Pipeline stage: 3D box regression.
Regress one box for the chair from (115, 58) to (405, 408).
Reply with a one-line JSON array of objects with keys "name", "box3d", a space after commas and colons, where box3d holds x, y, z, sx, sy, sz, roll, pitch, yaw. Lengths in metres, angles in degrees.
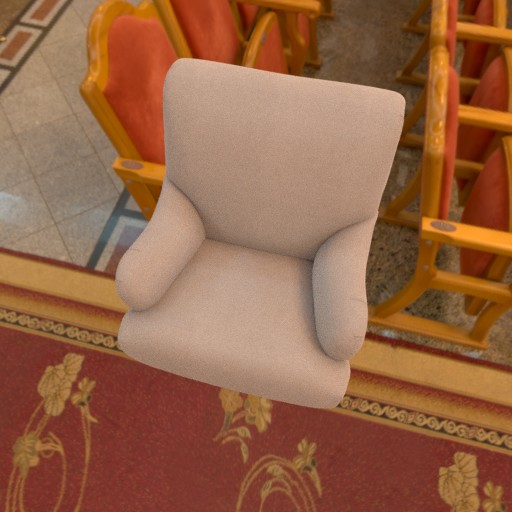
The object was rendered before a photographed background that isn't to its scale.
[{"name": "chair", "box3d": [0.000, 0.000, 1.522, 0.766, 0.942, 0.842, 12, 59, 8]}]
